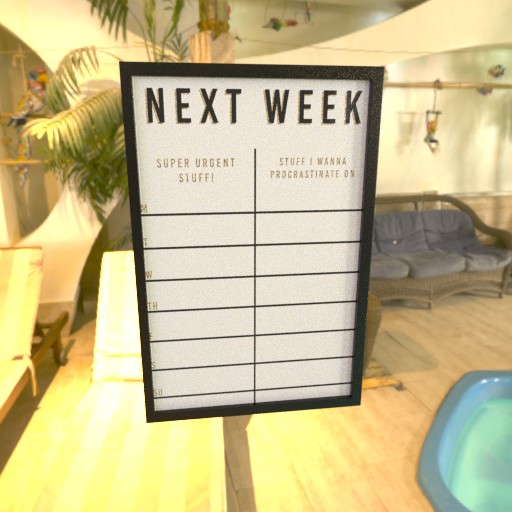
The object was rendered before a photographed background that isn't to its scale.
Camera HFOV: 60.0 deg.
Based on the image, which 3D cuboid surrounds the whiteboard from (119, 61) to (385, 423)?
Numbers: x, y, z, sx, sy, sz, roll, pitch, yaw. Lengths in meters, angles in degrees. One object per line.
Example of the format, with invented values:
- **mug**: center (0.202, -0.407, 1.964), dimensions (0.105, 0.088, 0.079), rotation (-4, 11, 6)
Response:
- **whiteboard**: center (0.000, 0.000, 0.762), dimensions (0.406, 0.611, 0.026), rotation (-2, 15, -8)
